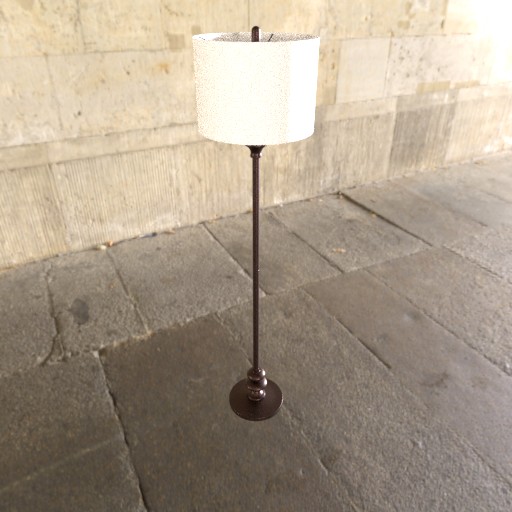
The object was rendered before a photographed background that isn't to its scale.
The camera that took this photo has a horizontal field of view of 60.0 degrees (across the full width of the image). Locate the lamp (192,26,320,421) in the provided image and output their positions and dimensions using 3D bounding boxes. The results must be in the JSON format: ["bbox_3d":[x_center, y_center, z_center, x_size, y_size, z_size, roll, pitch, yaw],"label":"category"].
[{"bbox_3d":[0.000,0.000,1.612,0.356,1.487,0.356,9,32,15],"label":"lamp"}]
